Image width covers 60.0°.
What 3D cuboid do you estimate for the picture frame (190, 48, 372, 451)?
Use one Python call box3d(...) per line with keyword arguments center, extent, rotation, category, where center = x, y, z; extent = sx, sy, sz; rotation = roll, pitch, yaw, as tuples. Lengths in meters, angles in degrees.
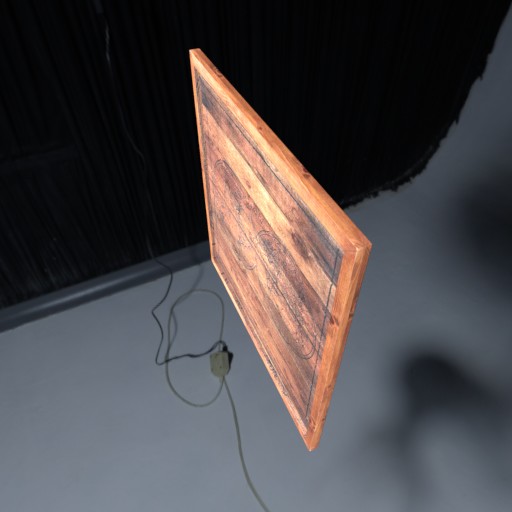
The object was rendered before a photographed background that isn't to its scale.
box3d(center=(0.000, 0.000, 1.217), extent=(0.029, 0.817, 0.810), rotation=(-18, 49, -16), category="picture frame")
